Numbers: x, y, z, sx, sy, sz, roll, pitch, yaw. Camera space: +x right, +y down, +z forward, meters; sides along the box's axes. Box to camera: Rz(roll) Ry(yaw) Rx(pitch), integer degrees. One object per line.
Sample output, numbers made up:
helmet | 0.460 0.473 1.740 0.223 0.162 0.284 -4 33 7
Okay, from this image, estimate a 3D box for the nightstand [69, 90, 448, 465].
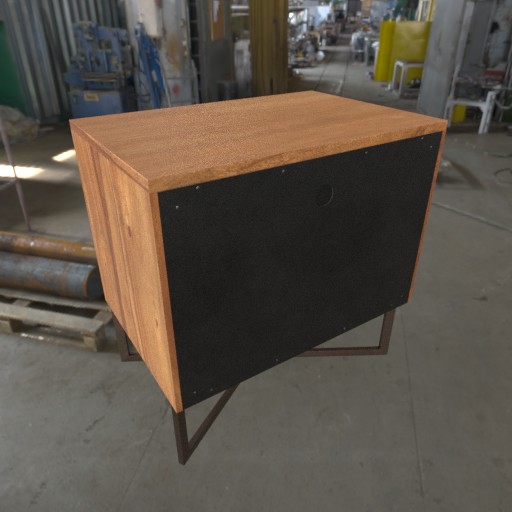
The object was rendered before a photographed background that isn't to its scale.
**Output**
nightstand | 0.000 0.000 1.019 0.613 0.615 0.427 -18 34 -29
